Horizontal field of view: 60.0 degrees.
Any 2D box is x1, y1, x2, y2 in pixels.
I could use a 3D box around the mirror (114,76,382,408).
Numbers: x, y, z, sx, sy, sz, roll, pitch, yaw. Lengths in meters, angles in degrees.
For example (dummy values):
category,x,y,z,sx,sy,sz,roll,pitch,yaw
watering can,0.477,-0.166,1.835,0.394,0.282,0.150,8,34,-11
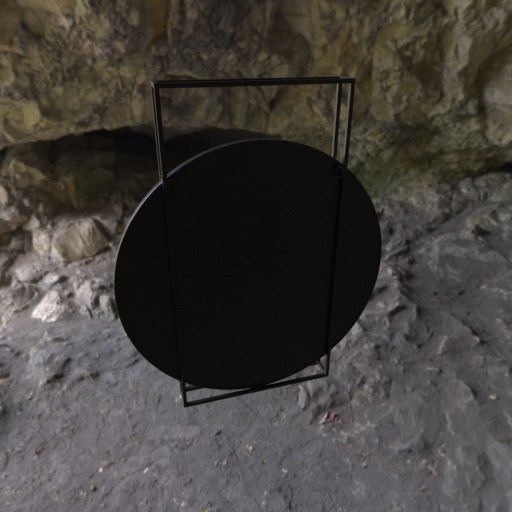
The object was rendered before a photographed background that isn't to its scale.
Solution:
category,x,y,z,sx,sy,sz,roll,pitch,yaw
mirror,0.000,0.000,0.813,0.508,0.603,0.051,-8,27,-15
